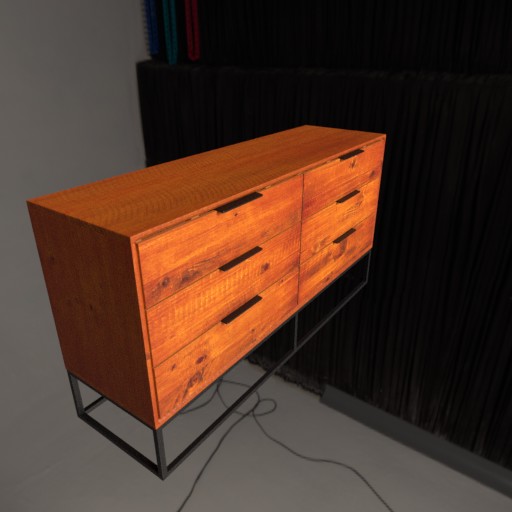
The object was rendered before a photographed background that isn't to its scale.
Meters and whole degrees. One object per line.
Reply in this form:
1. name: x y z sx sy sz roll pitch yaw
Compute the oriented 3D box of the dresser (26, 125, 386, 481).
1. dresser: 0.000 0.000 1.843 0.464 0.810 1.536 18 31 32
